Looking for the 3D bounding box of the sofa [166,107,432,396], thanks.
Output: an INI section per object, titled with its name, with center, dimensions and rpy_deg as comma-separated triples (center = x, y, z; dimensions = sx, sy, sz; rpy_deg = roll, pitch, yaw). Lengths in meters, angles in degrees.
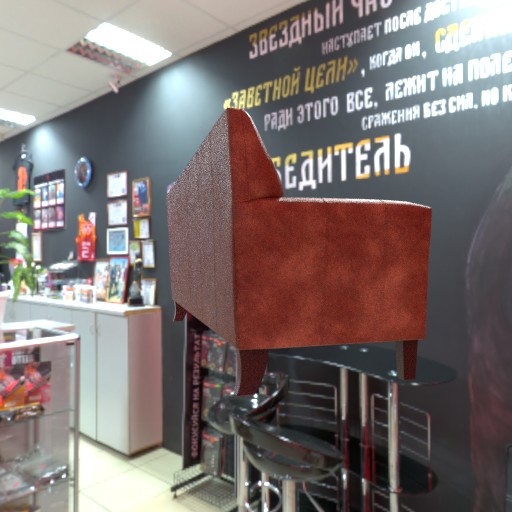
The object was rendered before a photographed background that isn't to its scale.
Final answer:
[sofa]
center = 0.000, 0.000, 2.486
dimensions = 0.805, 0.947, 2.053
rpy_deg = 0, -1, -17
